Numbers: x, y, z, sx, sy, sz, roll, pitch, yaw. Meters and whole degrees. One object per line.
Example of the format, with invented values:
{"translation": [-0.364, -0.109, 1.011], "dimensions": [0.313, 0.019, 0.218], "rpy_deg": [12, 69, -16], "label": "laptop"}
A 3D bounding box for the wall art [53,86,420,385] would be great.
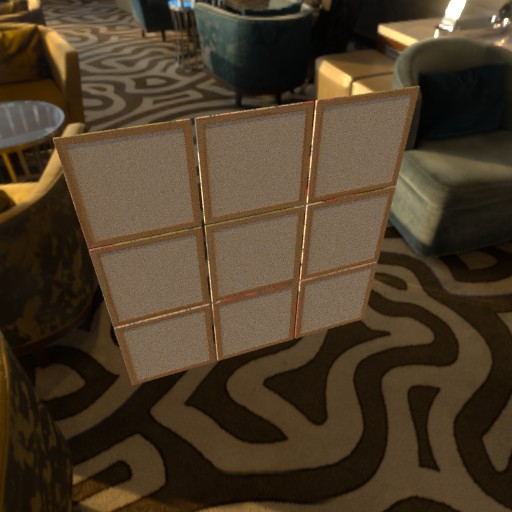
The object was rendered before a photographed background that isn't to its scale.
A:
{"translation": [0.000, 0.000, 2.257], "dimensions": [1.519, 1.534, 0.013], "rpy_deg": [-13, 43, -15], "label": "wall art"}
